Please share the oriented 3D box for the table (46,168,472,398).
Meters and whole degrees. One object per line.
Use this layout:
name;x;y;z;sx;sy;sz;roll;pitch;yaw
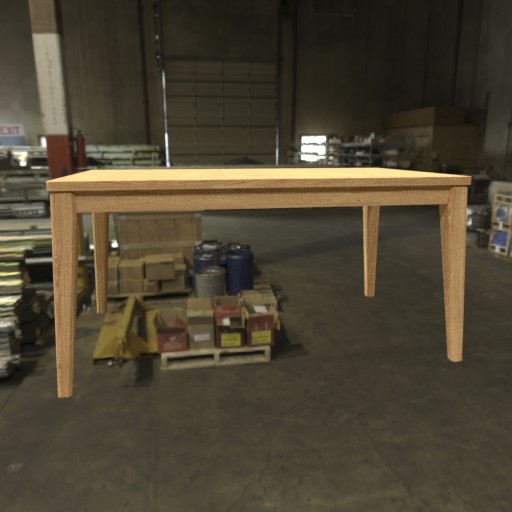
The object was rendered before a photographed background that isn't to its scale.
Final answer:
table;0.000;0.000;2.057;1.600;0.760;0.900;-2;14;-10
